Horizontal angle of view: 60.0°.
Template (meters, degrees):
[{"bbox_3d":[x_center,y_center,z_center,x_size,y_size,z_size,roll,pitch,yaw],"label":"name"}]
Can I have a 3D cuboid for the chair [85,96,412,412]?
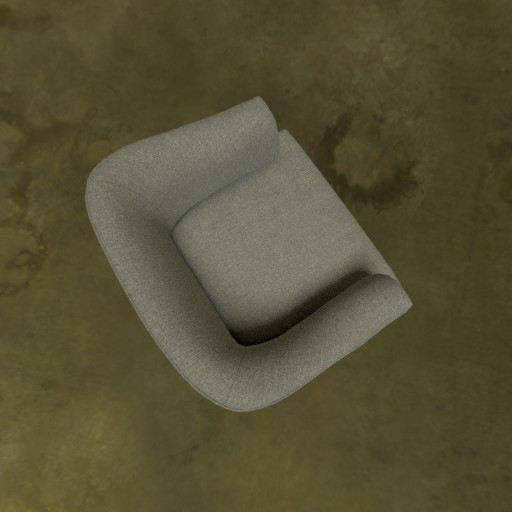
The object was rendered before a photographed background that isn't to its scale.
[{"bbox_3d":[0.000,0.000,1.441,0.704,0.815,0.798,-32,78,-8],"label":"chair"}]
